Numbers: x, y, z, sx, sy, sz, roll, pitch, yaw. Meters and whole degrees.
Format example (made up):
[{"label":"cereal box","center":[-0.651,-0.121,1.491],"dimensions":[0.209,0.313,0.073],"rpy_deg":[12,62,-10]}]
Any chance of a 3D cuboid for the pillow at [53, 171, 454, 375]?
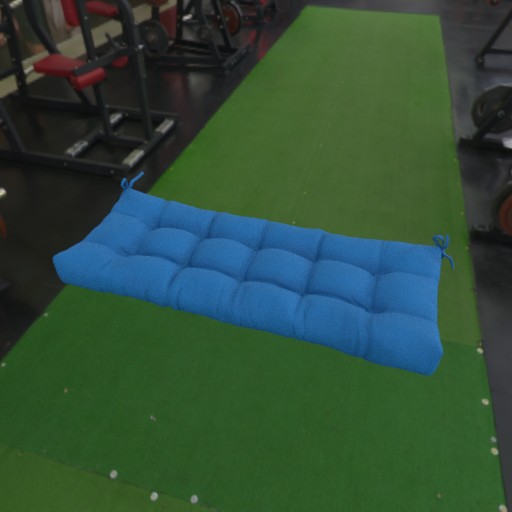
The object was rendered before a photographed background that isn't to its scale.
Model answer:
[{"label":"pillow","center":[0.000,0.000,1.387],"dimensions":[1.194,0.174,0.511],"rpy_deg":[12,42,14]}]
